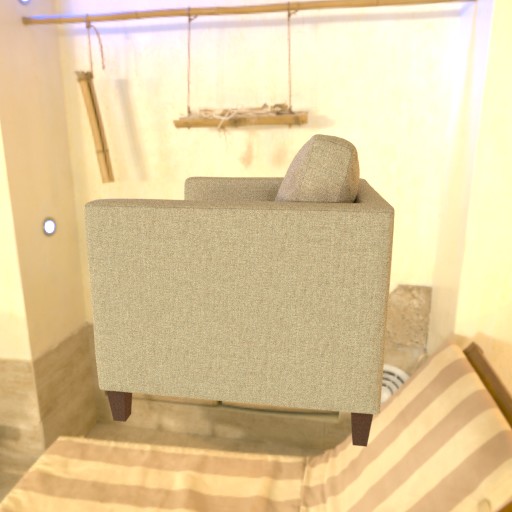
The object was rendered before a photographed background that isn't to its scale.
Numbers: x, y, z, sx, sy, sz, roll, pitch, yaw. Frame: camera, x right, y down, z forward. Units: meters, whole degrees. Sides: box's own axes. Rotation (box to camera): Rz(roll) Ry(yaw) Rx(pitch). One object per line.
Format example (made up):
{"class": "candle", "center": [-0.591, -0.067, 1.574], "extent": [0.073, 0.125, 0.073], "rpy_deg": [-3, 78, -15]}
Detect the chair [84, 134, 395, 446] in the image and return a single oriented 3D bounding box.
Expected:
{"class": "chair", "center": [0.000, 0.000, 1.840], "extent": [0.959, 0.961, 1.107], "rpy_deg": [2, 14, 9]}
